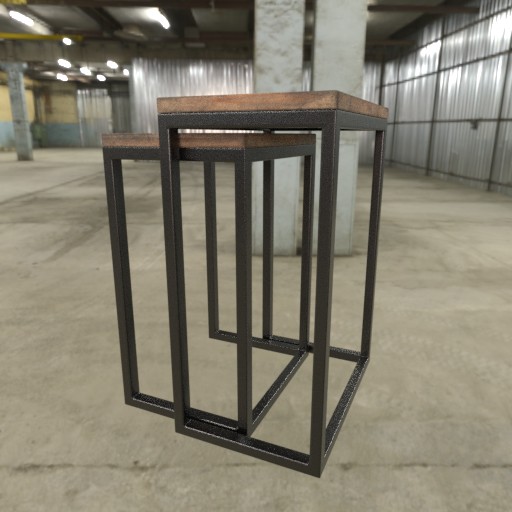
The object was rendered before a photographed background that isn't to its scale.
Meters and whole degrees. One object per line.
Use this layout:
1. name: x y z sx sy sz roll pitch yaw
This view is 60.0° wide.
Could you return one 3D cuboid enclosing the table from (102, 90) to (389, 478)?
1. table: 0.000 0.000 0.950 0.460 0.615 0.456 8 17 26
